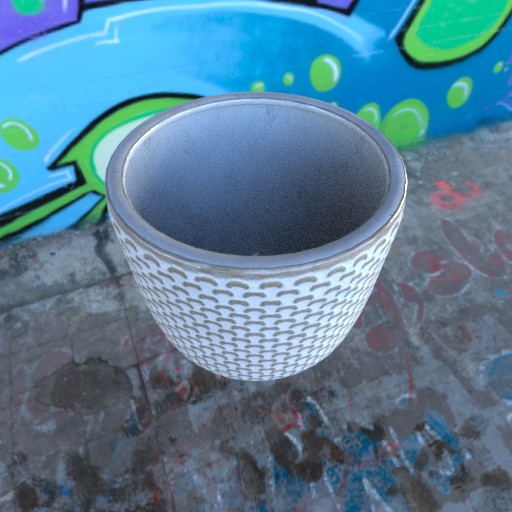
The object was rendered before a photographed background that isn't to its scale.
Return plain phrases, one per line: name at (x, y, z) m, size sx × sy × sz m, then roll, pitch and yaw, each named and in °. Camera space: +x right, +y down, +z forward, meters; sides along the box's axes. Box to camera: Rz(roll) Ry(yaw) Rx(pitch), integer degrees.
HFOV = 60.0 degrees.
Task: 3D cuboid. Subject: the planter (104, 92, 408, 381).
planter at (0.000, 0.000, 0.312) m, size 0.173 × 0.160 × 0.173 m, roll 0°, pitch 46°, yaw 0°
